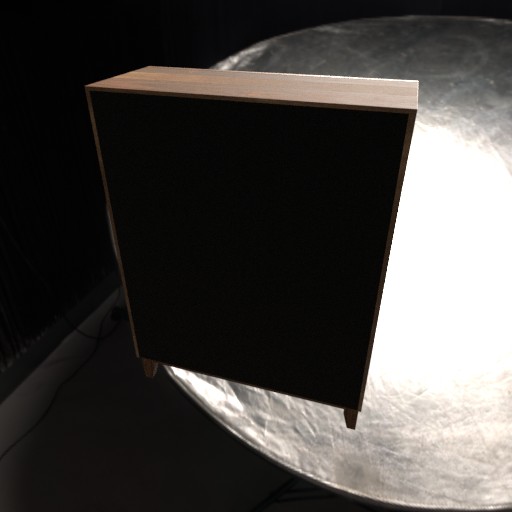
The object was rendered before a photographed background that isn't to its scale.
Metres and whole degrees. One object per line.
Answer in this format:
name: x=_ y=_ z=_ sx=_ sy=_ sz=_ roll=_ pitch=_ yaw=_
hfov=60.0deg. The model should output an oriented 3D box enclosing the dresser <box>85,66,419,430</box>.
dresser: x=0.000 y=0.000 z=1.885 sx=1.062 sy=1.393 sz=0.442 roll=9 pitch=33 yaw=15
